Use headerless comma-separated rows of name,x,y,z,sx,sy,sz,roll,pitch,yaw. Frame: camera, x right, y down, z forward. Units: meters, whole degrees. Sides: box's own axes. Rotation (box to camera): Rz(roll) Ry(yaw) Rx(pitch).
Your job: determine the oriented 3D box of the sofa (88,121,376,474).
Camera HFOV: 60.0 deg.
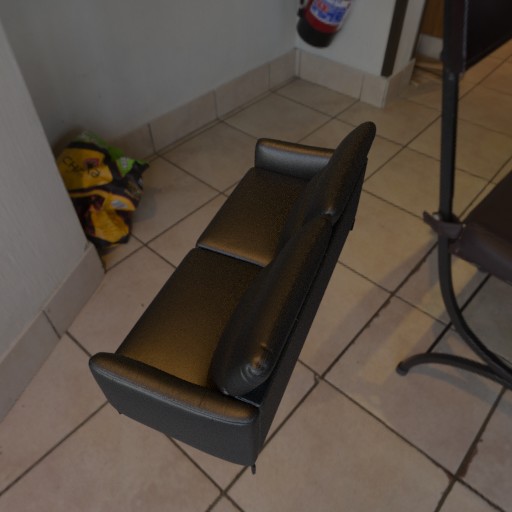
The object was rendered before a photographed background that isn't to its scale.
sofa,0.000,0.000,2.568,0.856,0.957,2.069,17,49,16
